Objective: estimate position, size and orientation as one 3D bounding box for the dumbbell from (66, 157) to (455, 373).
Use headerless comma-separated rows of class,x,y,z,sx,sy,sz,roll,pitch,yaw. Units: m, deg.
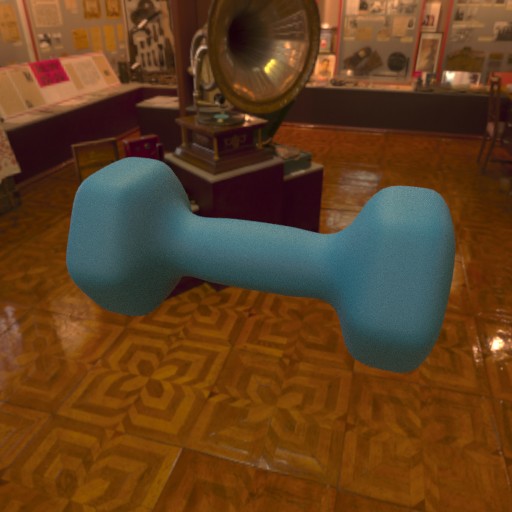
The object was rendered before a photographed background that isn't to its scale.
dumbbell,0.000,0.000,0.188,0.152,0.066,0.074,9,32,16
